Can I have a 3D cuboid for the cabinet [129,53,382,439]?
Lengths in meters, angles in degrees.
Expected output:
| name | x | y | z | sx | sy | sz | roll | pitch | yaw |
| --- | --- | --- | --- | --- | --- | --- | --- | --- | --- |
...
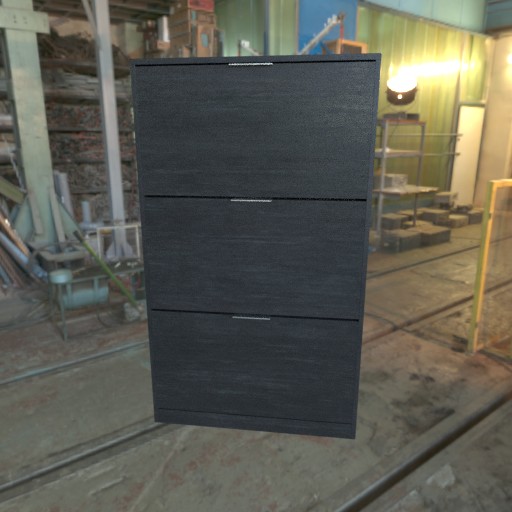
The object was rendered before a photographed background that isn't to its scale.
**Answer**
| name | x | y | z | sx | sy | sz | roll | pitch | yaw |
| --- | --- | --- | --- | --- | --- | --- | --- | --- | --- |
| cabinet | 0.000 | 0.000 | 1.578 | 0.750 | 1.280 | 0.250 | 2 | 15 | 7 |
